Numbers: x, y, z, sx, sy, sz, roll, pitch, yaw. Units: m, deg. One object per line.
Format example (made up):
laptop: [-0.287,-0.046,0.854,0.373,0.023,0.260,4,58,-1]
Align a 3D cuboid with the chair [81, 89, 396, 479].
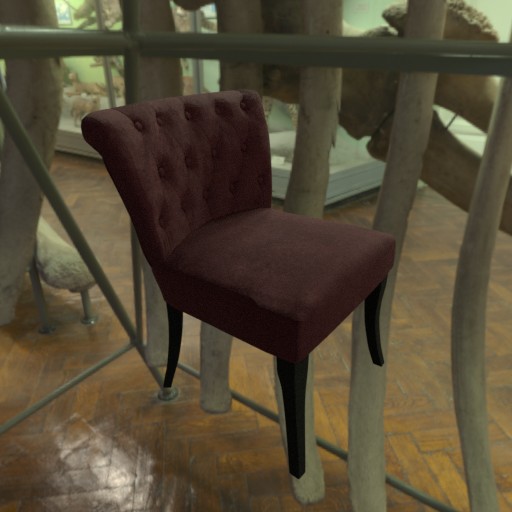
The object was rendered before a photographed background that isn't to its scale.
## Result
chair: [0.000,0.000,1.157,0.605,0.750,0.582,18,32,32]
